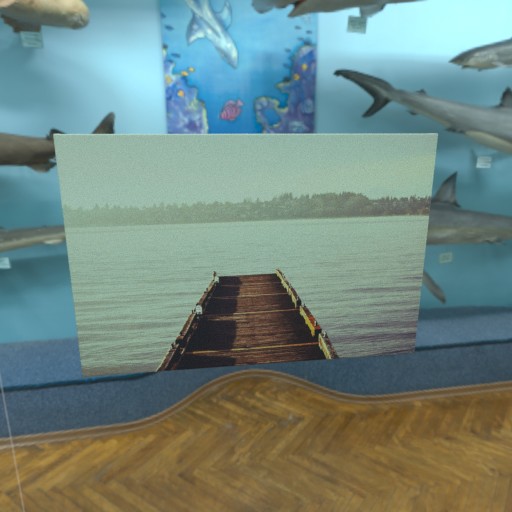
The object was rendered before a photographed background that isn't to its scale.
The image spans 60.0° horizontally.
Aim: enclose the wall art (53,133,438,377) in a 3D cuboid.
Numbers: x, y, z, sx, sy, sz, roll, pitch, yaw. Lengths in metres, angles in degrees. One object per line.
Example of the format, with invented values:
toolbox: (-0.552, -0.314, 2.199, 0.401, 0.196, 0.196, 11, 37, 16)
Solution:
wall art: (0.000, 0.000, 1.437, 1.149, 0.765, 0.040, -2, 16, -8)
